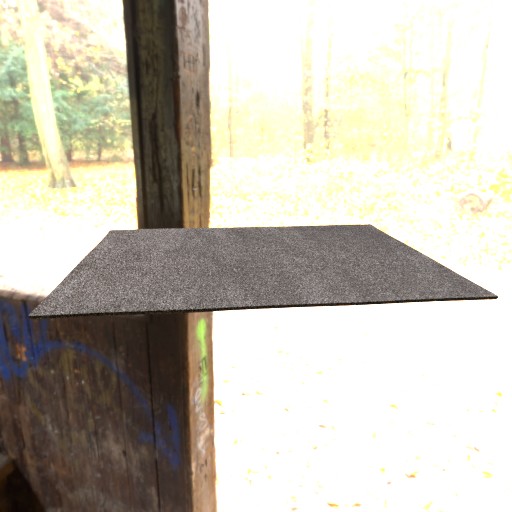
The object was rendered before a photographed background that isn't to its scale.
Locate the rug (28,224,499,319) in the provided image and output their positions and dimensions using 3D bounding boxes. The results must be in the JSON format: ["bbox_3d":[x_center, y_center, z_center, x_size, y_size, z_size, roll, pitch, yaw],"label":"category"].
[{"bbox_3d":[0.000,0.000,3.939,3.000,0.025,2.401,-2,16,-6],"label":"rug"}]
